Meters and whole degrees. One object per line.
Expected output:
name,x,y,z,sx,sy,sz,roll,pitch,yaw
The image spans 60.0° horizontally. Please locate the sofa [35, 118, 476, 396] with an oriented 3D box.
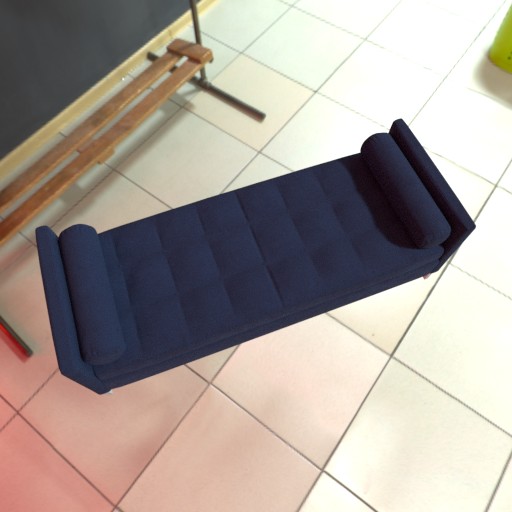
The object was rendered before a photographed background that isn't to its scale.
sofa,0.000,0.000,2.494,2.102,0.657,0.797,-19,65,-9
